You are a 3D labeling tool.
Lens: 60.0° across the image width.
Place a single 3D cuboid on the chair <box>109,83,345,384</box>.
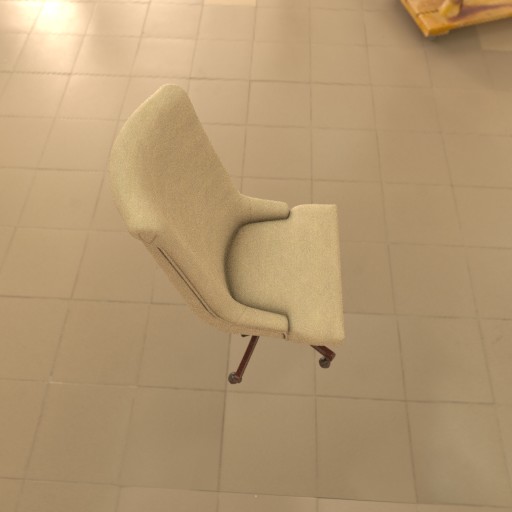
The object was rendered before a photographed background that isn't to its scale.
[{"bbox_3d":[0.000,0.000,1.473,0.696,1.010,0.645,2,62,1],"label":"chair"}]
